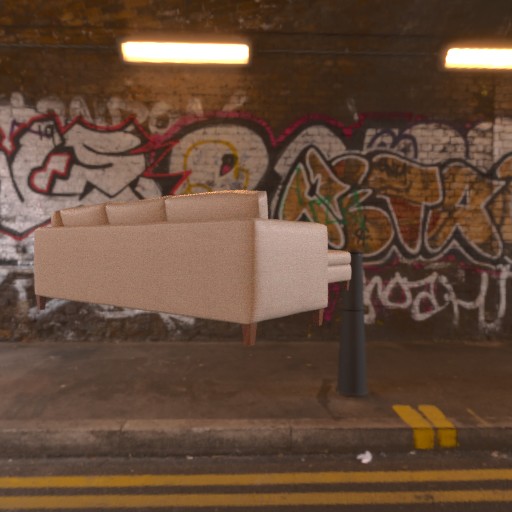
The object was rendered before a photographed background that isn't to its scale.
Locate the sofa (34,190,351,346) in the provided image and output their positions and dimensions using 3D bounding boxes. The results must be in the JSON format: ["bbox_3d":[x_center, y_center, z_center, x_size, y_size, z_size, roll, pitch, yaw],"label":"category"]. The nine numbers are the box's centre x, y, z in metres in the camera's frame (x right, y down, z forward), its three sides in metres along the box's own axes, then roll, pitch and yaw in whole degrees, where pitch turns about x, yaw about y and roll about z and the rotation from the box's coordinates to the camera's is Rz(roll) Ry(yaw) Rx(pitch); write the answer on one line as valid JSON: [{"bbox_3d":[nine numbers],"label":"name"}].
[{"bbox_3d":[0.000,0.000,4.679,2.594,0.961,3.460,1,2,37],"label":"sofa"}]
